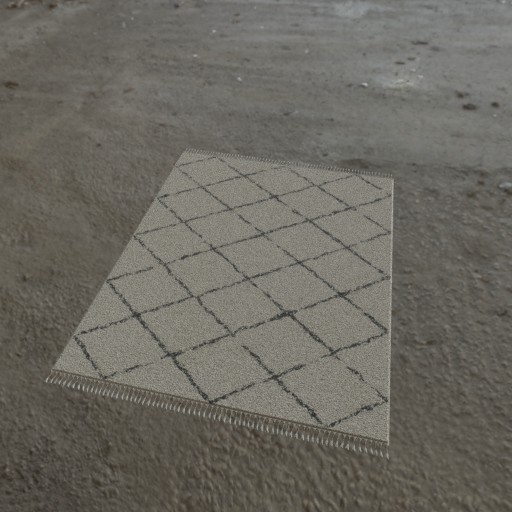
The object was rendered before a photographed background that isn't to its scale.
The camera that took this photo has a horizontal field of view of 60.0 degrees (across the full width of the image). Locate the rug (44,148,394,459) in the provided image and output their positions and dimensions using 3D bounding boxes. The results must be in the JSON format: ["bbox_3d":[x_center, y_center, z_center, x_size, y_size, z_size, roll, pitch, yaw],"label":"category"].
[{"bbox_3d":[0.000,0.000,3.970,2.380,0.013,3.051,9,47,9],"label":"rug"}]
